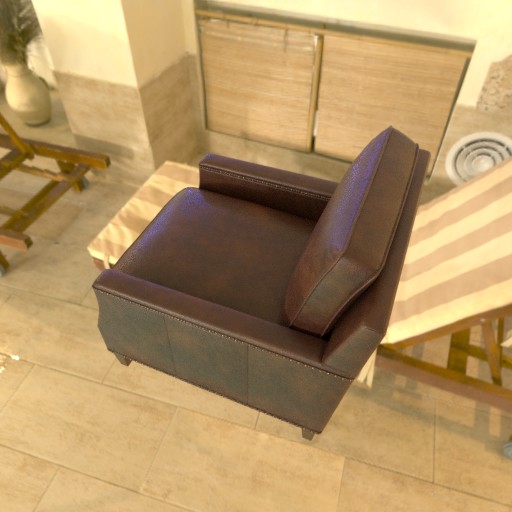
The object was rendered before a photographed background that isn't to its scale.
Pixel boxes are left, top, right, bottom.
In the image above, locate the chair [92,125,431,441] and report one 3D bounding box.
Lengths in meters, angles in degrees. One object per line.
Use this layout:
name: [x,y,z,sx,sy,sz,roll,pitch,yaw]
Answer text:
chair: [0.000,0.000,1.690,1.014,0.929,0.853,17,48,15]
